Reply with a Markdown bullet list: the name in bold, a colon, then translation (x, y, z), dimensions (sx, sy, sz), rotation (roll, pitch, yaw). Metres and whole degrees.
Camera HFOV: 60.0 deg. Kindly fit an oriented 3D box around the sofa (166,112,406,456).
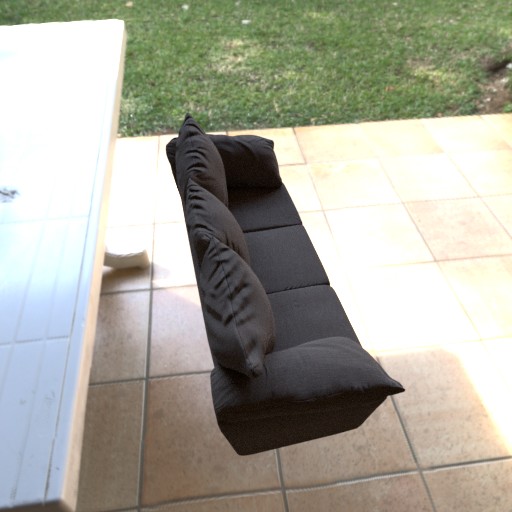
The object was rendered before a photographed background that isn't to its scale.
- **sofa**: translation (0.000, 0.000, 2.921), dimensions (0.927, 1.043, 2.390), rotation (-10, 46, -9)
